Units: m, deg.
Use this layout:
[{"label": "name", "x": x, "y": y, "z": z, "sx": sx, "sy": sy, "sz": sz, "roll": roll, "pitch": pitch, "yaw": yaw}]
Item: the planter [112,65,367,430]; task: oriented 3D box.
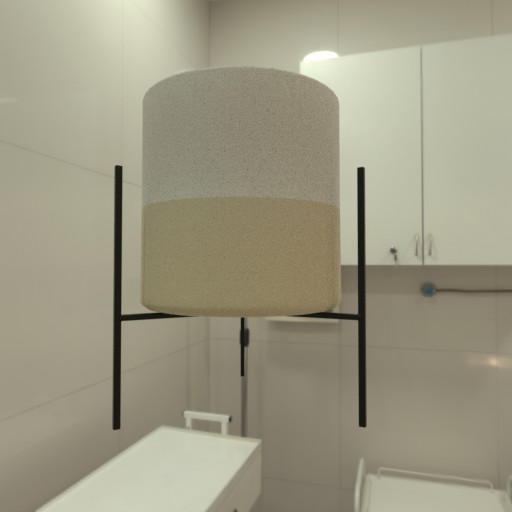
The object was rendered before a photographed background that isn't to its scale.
[{"label": "planter", "x": 0.000, "y": 0.000, "z": 0.547, "sx": 0.267, "sy": 0.362, "sz": 0.263, "roll": 0, "pitch": -2, "yaw": 17}]
